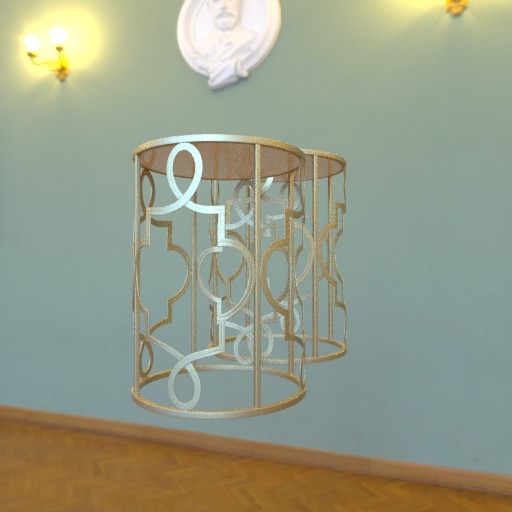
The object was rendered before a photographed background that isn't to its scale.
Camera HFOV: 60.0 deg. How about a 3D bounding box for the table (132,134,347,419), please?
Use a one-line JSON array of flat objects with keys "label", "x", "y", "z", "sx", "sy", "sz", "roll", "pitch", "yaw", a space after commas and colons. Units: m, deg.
[{"label": "table", "x": 0.000, "y": 0.000, "z": 1.162, "sx": 0.420, "sy": 0.564, "sz": 0.846, "roll": 0, "pitch": -1, "yaw": 18}]
